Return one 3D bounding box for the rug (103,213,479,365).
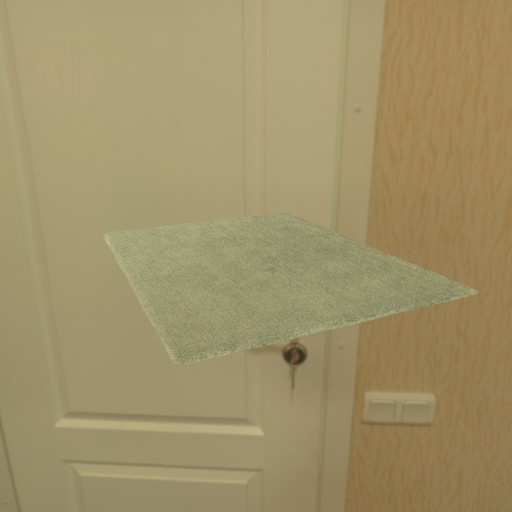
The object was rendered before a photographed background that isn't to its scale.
[{"bbox_3d":[0.000,0.000,4.047,2.332,0.027,2.933,-9,20,-24],"label":"rug"}]
